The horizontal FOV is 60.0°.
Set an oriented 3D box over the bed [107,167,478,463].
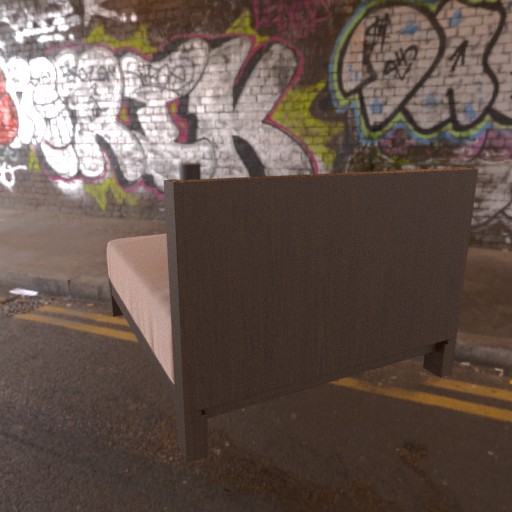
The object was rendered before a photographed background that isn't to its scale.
[{"bbox_3d":[0.000,0.000,3.081,1.735,1.261,1.992,-8,17,-26],"label":"bed"}]
